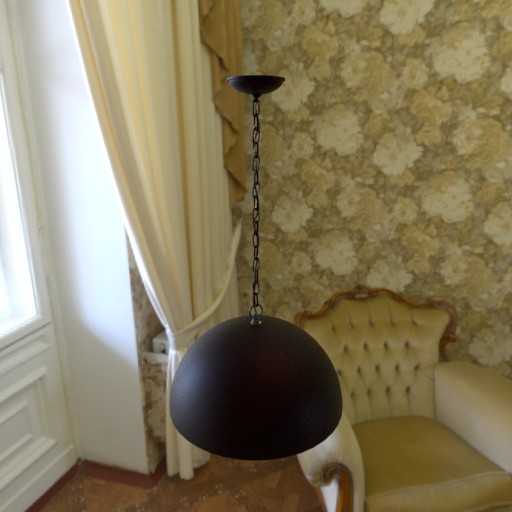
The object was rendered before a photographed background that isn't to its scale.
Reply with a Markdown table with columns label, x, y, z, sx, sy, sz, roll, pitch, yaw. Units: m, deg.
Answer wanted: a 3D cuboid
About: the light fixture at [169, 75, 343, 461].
| label | x | y | z | sx | sy | sz | roll | pitch | yaw |
| --- | --- | --- | --- | --- | --- | --- | --- | --- | --- |
| light fixture | 0.000 | 0.000 | 1.164 | 0.492 | 0.869 | 0.492 | -8 | 17 | -26 |
